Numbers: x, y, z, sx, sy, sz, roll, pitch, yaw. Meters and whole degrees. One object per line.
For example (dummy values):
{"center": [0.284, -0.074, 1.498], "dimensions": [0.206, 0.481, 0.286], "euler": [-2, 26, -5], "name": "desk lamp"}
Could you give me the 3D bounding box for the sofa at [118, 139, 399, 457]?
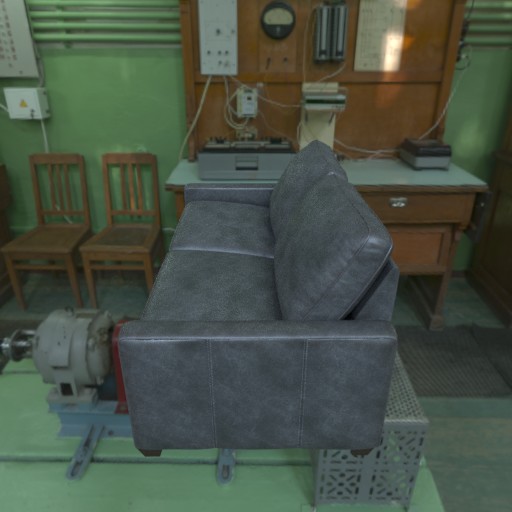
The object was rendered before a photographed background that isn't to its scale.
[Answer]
{"center": [0.000, 0.000, 2.260], "dimensions": [0.939, 0.916, 1.732], "euler": [0, 26, 0], "name": "sofa"}
